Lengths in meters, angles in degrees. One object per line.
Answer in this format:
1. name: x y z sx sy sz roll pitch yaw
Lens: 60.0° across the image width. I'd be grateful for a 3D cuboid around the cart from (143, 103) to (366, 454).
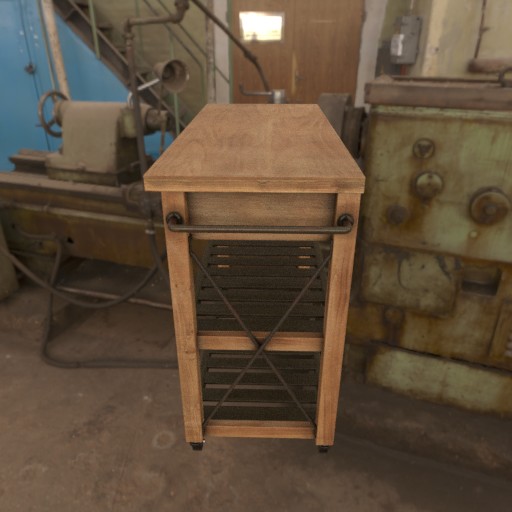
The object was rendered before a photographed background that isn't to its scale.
1. cart: 0.000 0.000 0.980 0.298 0.554 0.686 1 27 1
